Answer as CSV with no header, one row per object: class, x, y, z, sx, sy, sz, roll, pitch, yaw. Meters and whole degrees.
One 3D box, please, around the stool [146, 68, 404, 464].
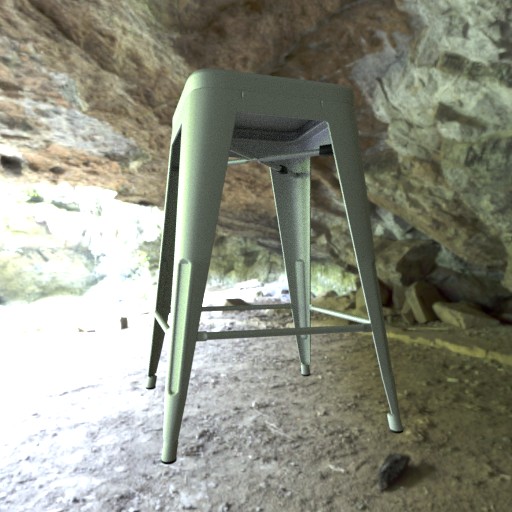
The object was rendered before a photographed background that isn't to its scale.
stool,0.000,0.000,0.893,0.410,0.608,0.410,0,-1,-17
